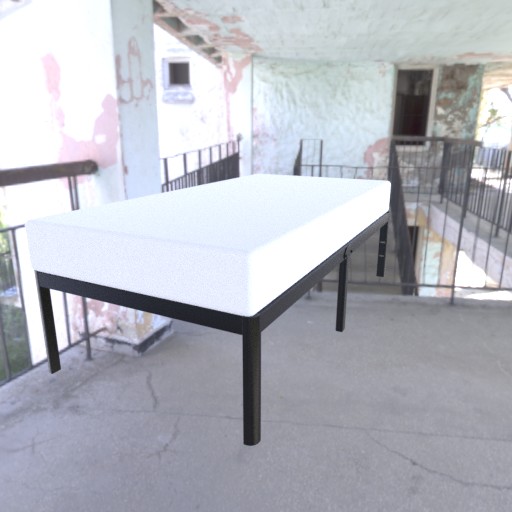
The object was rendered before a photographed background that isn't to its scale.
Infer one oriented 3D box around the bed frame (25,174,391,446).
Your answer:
[{"bbox_3d":[0.000,0.000,2.394,1.023,0.659,1.950,8,18,26],"label":"bed frame"}]
